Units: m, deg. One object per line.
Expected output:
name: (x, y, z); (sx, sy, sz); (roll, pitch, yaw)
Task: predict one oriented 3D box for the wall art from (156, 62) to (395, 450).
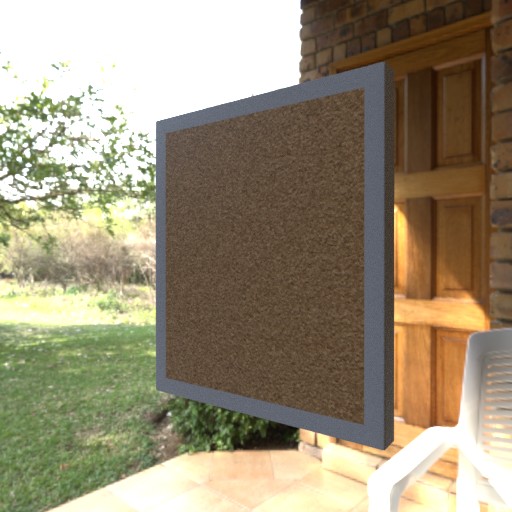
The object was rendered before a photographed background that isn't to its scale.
wall art: (0.000, 0.000, 0.540); (0.331, 0.381, 0.028); (0, 0, 36)
